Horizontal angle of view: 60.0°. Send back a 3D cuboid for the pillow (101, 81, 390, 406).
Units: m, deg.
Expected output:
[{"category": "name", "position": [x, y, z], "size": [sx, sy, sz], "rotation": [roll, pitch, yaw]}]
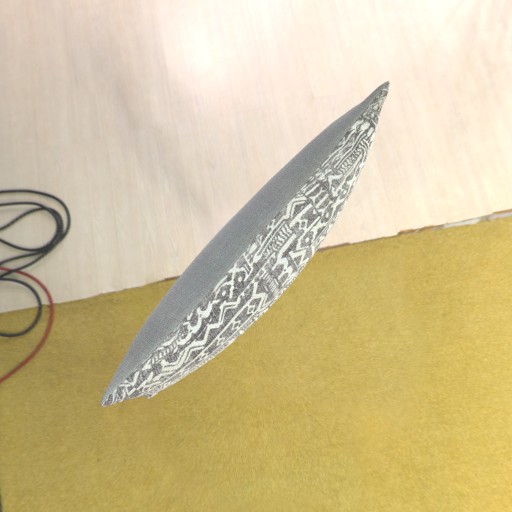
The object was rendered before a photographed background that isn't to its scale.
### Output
[{"category": "pillow", "position": [0.000, 0.000, 0.747], "size": [0.148, 0.290, 0.631], "rotation": [40, 80, 9]}]
